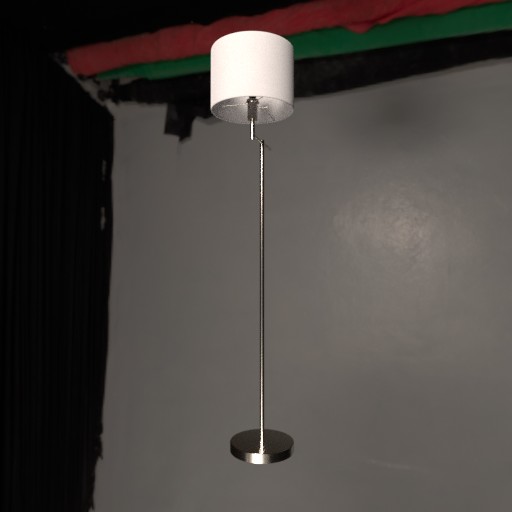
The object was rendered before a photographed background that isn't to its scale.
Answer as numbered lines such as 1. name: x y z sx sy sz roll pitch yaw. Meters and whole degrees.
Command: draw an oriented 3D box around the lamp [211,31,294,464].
1. lamp: 0.000 0.000 1.773 0.324 1.600 0.416 0 -1 18
